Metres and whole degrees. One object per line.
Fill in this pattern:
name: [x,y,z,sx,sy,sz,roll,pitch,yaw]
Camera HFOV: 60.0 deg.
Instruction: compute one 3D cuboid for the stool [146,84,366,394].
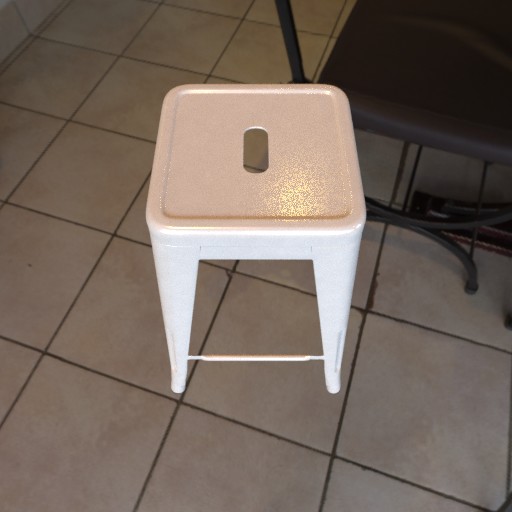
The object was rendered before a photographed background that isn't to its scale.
stool: [0.000,0.000,0.901,0.406,0.610,0.406,0,59,0]
